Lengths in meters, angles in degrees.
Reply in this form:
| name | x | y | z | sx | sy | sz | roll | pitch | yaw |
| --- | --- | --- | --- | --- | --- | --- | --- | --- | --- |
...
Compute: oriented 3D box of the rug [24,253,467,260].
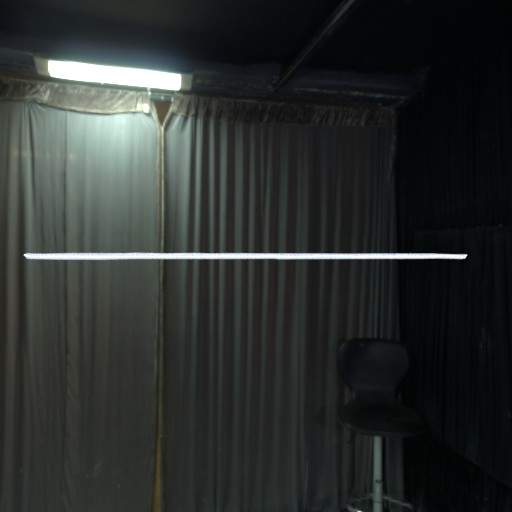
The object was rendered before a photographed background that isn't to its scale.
| name | x | y | z | sx | sy | sz | roll | pitch | yaw |
| --- | --- | --- | --- | --- | --- | --- | --- | --- | --- |
| rug | 0.000 | 0.000 | 2.682 | 2.381 | 0.035 | 0.832 | 0 | 0 | -17 |
